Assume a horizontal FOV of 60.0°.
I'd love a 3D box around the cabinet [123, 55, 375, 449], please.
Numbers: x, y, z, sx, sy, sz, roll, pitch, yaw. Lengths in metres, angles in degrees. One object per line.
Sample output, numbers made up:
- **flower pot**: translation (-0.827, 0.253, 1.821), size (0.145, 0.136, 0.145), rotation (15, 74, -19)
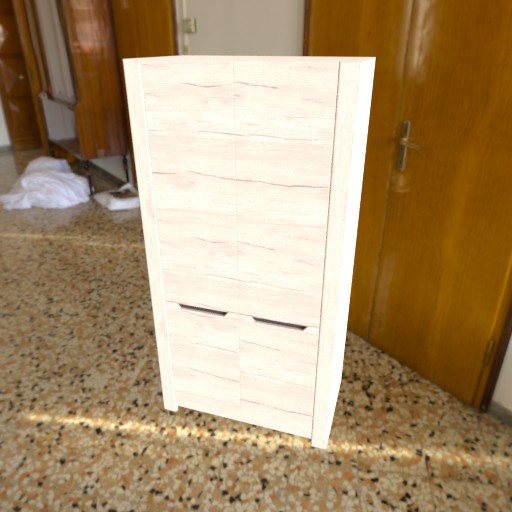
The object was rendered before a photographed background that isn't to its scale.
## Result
- **cabinet**: translation (0.000, 0.000, 2.365), size (0.980, 1.930, 0.580), rotation (8, 27, 16)
